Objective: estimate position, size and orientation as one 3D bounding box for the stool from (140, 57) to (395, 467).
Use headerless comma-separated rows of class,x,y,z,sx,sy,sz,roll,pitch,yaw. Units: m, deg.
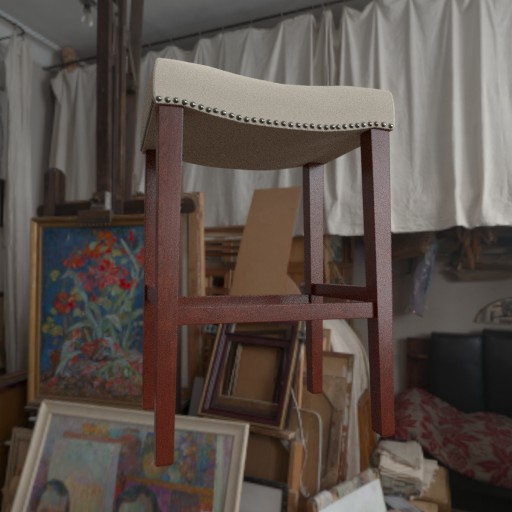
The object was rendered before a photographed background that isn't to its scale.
stool,0.000,0.000,1.017,0.504,0.742,0.372,1,-2,-18
